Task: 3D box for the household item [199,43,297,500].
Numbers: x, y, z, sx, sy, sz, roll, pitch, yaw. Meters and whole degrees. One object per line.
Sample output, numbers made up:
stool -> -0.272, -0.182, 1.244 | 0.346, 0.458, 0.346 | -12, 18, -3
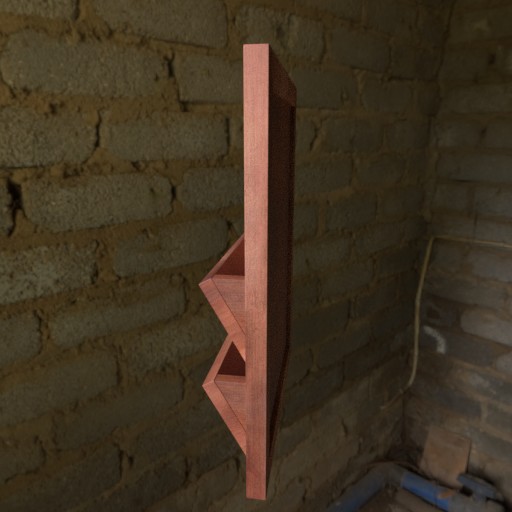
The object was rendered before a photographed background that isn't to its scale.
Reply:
household item -> 0.000, 0.000, 0.530 | 0.067, 0.407, 0.310 | 2, 15, 9
